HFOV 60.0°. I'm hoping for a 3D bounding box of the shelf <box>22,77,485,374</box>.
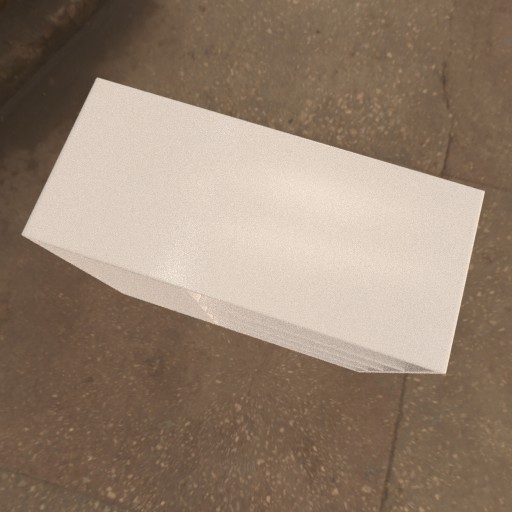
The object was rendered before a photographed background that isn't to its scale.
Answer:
[{"bbox_3d":[0.000,0.000,1.283,0.895,0.732,0.396,18,76,4],"label":"shelf"}]
